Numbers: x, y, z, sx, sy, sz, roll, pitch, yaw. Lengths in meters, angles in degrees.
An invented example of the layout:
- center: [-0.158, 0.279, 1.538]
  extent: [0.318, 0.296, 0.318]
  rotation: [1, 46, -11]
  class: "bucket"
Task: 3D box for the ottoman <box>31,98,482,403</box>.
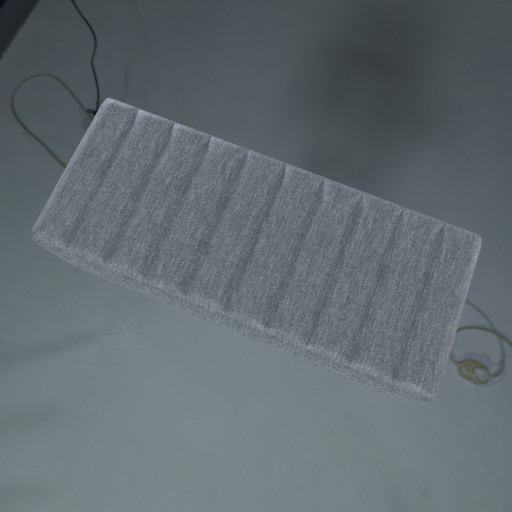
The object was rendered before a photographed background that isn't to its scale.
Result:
- center: [0.000, 0.000, 1.391]
  extent: [1.151, 0.469, 0.482]
  rotation: [22, 77, 5]
  class: "ottoman"
